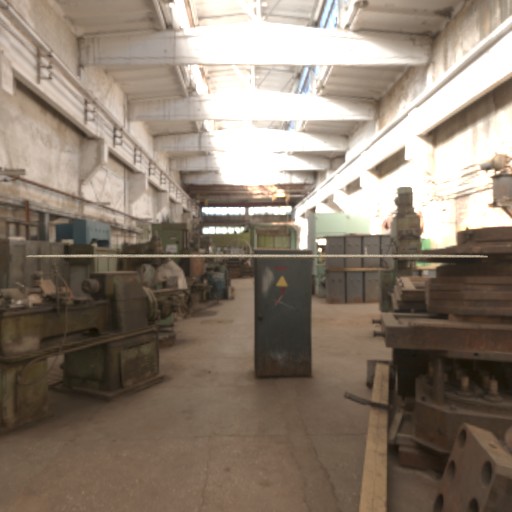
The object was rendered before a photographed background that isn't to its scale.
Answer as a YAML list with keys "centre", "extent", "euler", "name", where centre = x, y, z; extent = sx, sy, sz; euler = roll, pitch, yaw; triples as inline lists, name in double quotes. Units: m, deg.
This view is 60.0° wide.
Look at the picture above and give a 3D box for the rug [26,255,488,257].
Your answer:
- centre: [0.000, 0.000, 2.434]
  extent: [2.196, 0.011, 0.662]
  euler: [0, 0, 1]
  name: "rug"
